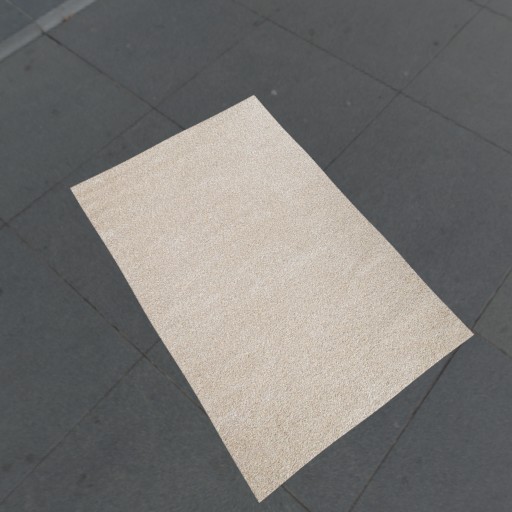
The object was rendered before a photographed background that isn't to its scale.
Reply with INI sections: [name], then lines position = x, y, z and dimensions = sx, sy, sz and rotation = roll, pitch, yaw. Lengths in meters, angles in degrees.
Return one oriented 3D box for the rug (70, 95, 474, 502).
[rug]
position = 0.000, 0.000, 3.331
dimensions = 1.800, 0.025, 2.699
rotation = -32, 68, -14
